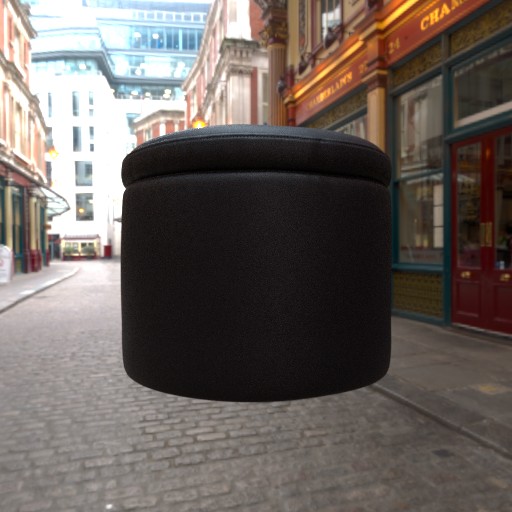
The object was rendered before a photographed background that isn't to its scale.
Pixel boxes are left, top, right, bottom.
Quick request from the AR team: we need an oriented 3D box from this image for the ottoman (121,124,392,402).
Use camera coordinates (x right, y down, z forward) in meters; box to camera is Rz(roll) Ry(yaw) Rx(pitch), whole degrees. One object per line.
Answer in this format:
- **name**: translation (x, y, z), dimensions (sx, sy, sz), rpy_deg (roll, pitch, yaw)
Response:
- **ottoman**: translation (0.000, 0.000, 0.857), dimensions (0.501, 0.409, 0.501), rpy_deg (0, 0, 0)
